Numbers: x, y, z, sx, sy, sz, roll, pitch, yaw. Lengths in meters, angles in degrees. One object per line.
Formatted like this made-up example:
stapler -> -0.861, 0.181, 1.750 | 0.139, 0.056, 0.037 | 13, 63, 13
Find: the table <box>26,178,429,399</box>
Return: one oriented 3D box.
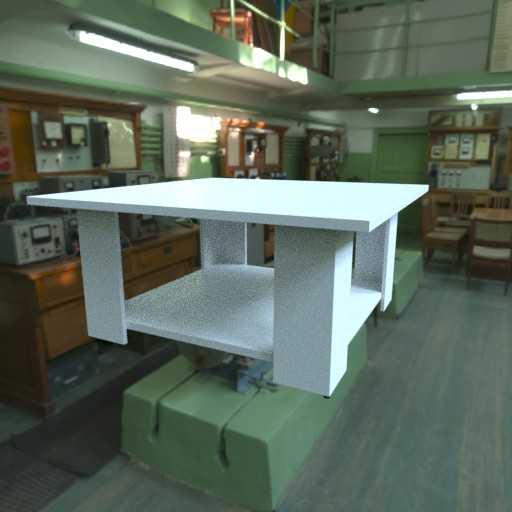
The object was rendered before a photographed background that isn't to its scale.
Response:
table -> 0.000, 0.000, 1.048 | 0.670, 0.305, 0.670 | 7, 15, 26
